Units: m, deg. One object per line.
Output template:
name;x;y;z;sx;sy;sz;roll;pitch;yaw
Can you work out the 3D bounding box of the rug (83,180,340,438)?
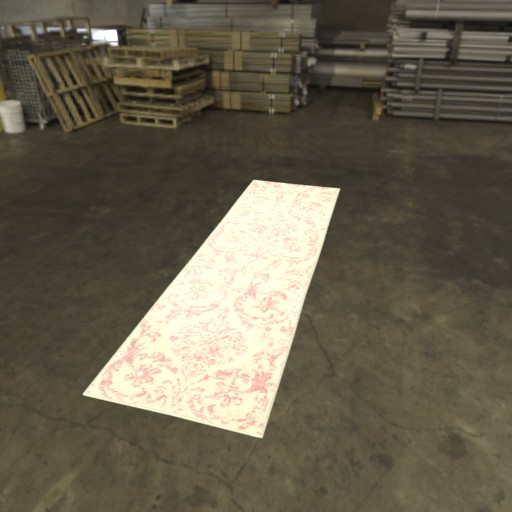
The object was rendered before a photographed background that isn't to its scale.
rug;0.000;0.000;2.403;0.662;0.011;2.196;8;31;14
